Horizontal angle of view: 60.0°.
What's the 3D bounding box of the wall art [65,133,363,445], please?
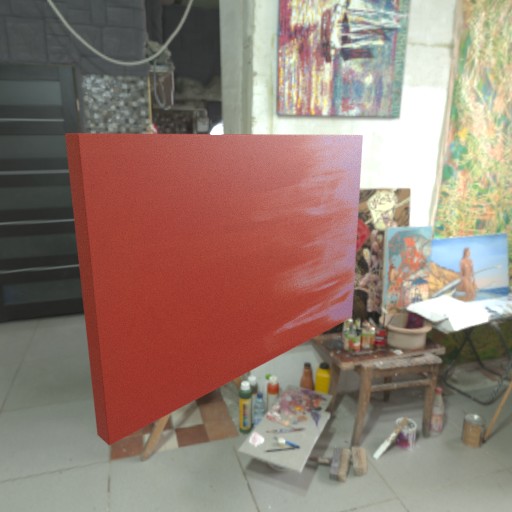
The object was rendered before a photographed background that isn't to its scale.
[{"bbox_3d":[0.000,0.000,0.766,0.033,0.405,0.607,14,20,42],"label":"wall art"}]
